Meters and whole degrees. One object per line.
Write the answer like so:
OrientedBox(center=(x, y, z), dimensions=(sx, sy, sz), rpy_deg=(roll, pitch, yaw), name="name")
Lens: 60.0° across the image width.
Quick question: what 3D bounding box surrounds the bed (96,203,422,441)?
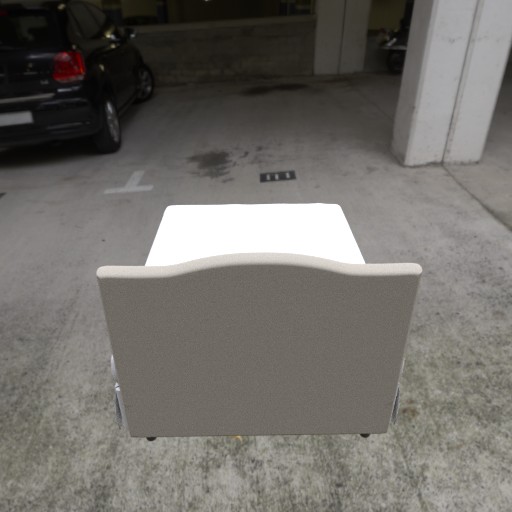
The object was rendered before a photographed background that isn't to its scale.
OrientedBox(center=(0.000, 0.000, 3.661), dimensions=(1.977, 1.437, 2.477), rpy_deg=(-1, 31, -1), name="bed")
